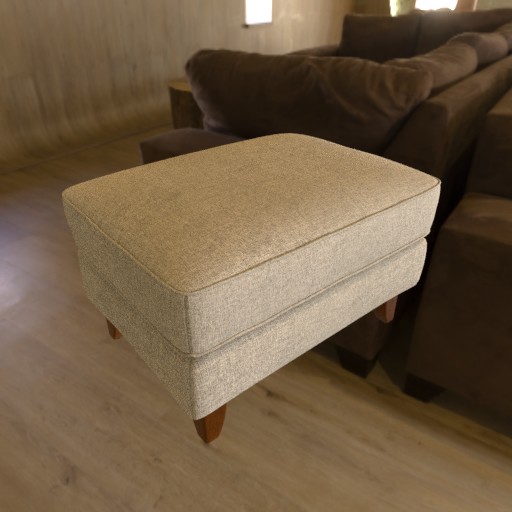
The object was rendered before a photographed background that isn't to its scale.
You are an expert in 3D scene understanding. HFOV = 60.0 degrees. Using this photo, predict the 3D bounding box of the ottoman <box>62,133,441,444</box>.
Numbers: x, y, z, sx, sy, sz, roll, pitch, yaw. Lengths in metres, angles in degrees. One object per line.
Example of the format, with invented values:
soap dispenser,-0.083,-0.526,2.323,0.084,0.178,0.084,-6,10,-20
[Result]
ottoman,0.000,0.000,1.329,0.889,0.561,0.661,-23,38,-33
